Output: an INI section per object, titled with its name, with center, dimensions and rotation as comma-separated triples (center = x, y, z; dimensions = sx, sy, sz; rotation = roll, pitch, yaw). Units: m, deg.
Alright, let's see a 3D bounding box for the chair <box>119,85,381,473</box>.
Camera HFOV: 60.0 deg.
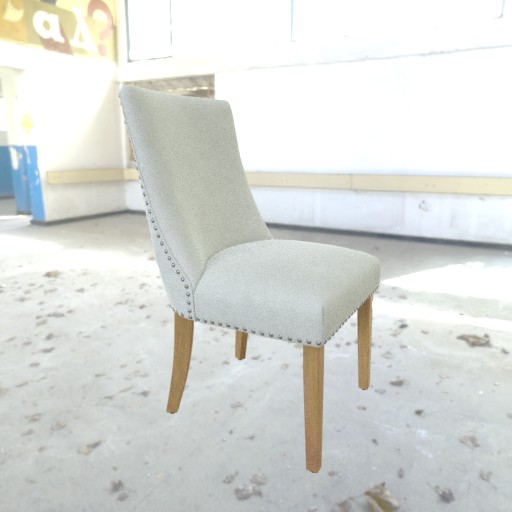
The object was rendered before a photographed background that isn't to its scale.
[chair]
center = 0.000, 0.000, 1.263
dimensions = 0.610, 0.902, 0.495
rotation = 8, 16, 28
